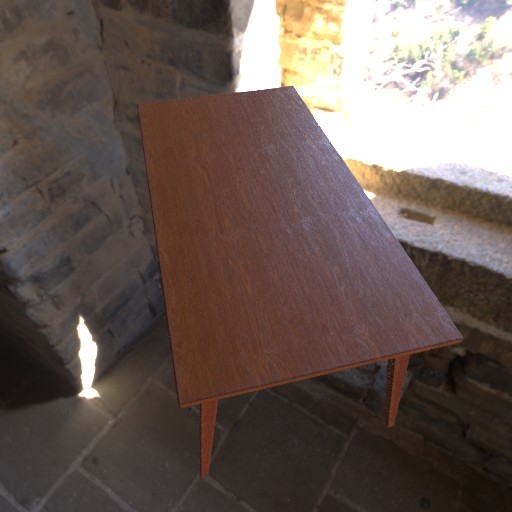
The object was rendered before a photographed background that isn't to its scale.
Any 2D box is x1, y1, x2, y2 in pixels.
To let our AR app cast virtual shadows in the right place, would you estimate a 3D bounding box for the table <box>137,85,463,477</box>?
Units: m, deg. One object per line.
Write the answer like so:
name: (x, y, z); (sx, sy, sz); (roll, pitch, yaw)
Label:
table: (0.000, 0.000, 1.996); (0.811, 0.755, 1.609); (-10, 47, -10)
